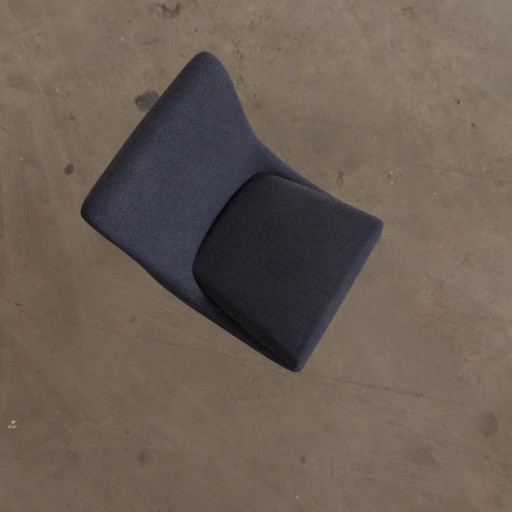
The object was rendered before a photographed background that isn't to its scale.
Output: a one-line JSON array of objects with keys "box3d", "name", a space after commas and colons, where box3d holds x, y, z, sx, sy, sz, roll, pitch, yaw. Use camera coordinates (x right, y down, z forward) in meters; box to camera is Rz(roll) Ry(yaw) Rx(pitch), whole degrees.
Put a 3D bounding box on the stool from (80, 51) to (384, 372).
[{"box3d": [0.000, 0.000, 1.368, 0.572, 1.068, 0.489, 31, 79, 7], "name": "stool"}]
